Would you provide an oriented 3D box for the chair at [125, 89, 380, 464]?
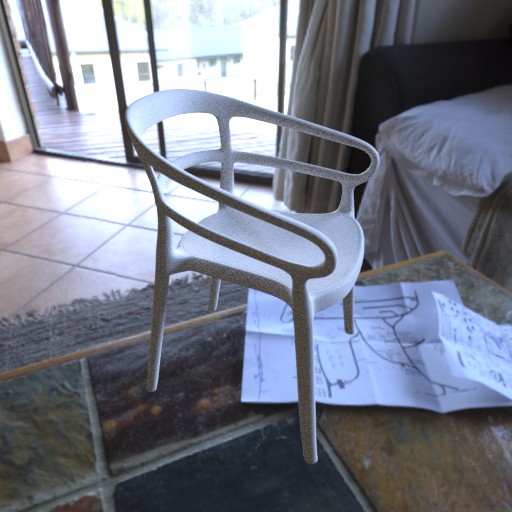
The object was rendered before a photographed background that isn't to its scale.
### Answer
[{"bbox_3d":[0.000,0.000,1.137,0.527,0.761,0.559,11,32,18],"label":"chair"}]
